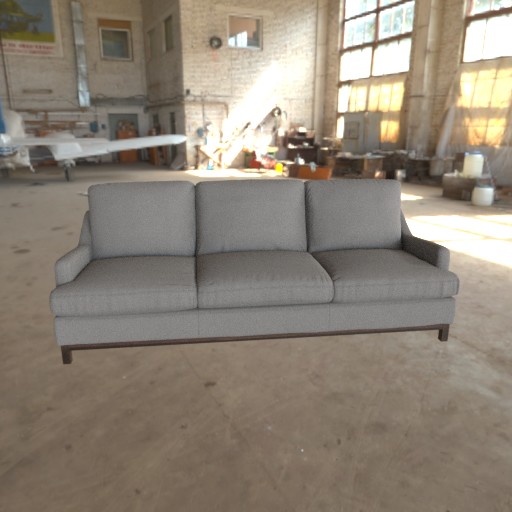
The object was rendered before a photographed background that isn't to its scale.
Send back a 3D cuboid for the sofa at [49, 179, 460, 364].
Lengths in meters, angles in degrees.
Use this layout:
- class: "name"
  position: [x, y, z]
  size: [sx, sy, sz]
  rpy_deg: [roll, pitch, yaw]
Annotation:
- class: "sofa"
  position: [0.000, 0.000, 2.908]
  size: [2.344, 0.926, 0.987]
  rpy_deg: [-2, 16, -7]
